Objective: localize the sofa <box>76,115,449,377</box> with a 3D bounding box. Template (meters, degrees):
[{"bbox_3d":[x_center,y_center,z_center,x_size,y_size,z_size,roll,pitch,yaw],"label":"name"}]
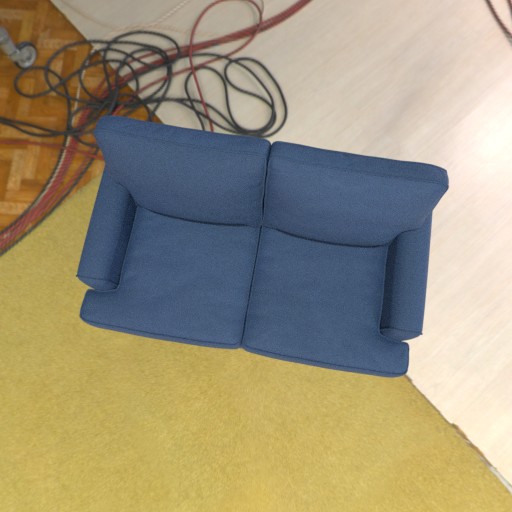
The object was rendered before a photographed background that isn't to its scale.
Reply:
[{"bbox_3d":[0.000,0.000,2.215,1.651,0.965,0.965,9,77,2],"label":"sofa"}]
